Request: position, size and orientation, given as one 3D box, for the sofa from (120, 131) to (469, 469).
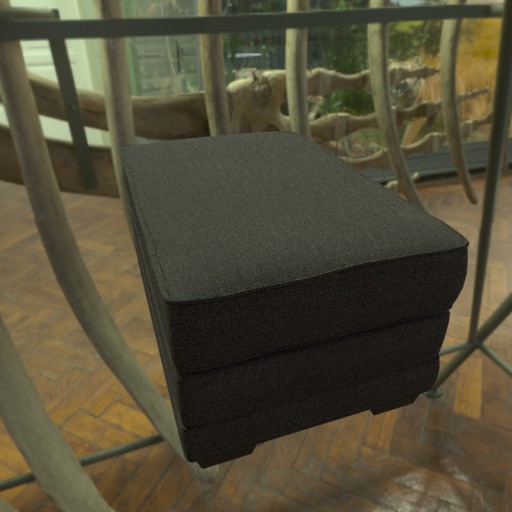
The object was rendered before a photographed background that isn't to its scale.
[{"bbox_3d":[0.000,0.000,1.166,0.578,0.457,0.854,-10,32,-17],"label":"sofa"}]
